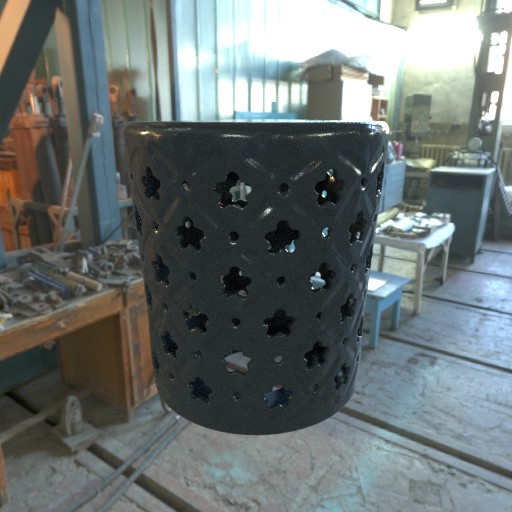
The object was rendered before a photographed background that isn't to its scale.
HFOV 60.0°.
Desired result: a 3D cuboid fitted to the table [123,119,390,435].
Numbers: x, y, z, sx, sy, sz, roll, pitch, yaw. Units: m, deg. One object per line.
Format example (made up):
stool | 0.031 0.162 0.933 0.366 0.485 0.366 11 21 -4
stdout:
table | 0.000 0.000 0.656 0.352 0.387 0.352 0 17 0
